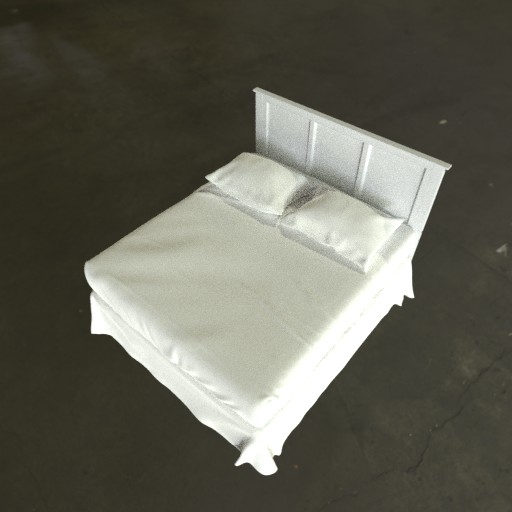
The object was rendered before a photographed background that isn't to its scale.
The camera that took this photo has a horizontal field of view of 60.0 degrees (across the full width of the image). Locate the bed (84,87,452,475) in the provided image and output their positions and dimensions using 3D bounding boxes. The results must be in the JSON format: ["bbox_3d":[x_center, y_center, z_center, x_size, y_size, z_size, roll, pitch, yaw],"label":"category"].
[{"bbox_3d":[0.000,0.000,3.175,1.876,1.269,2.047,32,54,26],"label":"bed"}]
